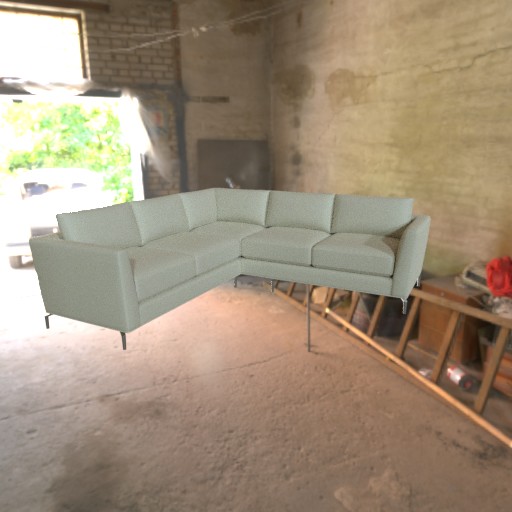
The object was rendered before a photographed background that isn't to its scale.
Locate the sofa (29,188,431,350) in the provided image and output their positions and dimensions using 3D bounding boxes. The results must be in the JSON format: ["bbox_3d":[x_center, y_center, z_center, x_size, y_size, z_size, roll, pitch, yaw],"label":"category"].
[{"bbox_3d":[0.000,0.000,3.706,2.448,0.867,2.430,7,16,26],"label":"sofa"}]
